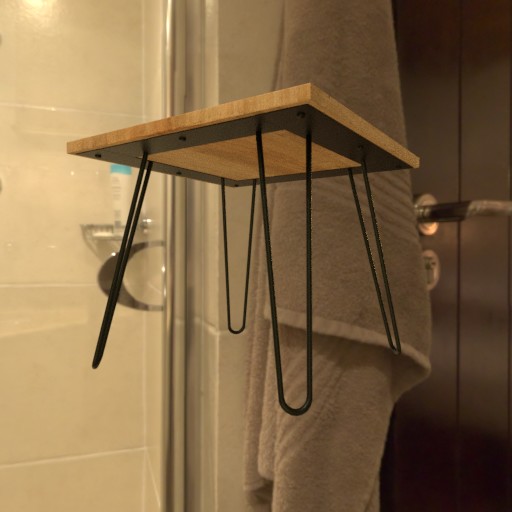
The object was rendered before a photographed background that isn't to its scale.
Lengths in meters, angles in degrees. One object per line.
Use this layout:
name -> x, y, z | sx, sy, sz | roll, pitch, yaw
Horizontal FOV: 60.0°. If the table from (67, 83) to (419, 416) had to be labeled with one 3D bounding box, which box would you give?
table -> 0.000, 0.000, 1.050 | 0.599, 0.500, 0.599 | 0, 0, 34
